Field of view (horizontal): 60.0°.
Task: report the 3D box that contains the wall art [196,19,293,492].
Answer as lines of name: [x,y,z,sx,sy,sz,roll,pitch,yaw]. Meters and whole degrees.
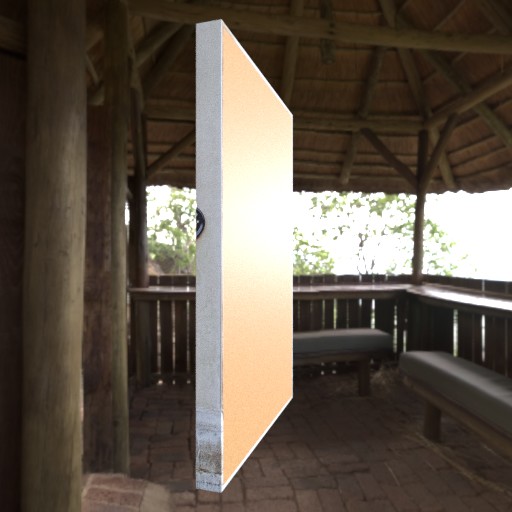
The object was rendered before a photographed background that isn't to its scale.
wall art: [0.000,0.000,0.765,0.036,0.607,0.403,0,0,18]
